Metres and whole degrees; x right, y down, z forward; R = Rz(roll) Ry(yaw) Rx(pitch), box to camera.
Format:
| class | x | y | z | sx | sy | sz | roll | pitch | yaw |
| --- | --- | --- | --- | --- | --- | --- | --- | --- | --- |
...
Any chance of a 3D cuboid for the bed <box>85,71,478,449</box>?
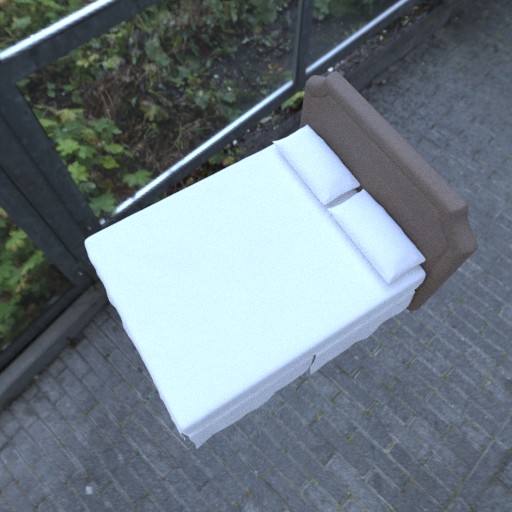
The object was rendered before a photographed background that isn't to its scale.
| class | x | y | z | sx | sy | sz | roll | pitch | yaw |
| --- | --- | --- | --- | --- | --- | --- | --- | --- | --- |
| bed | 0.000 | 0.000 | 3.101 | 2.116 | 1.290 | 1.693 | -29 | 68 | -13 |
